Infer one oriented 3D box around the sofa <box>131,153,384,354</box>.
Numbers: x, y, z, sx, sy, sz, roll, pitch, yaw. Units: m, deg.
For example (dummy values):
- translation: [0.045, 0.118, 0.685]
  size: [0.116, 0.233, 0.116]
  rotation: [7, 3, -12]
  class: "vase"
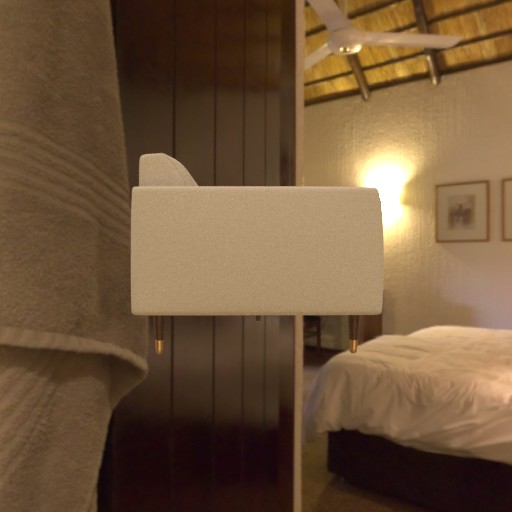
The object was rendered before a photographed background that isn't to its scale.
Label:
- translation: [0.000, 0.000, 2.787]
  size: [0.990, 0.821, 2.291]
  rotation: [0, -1, -1]
  class: "sofa"
